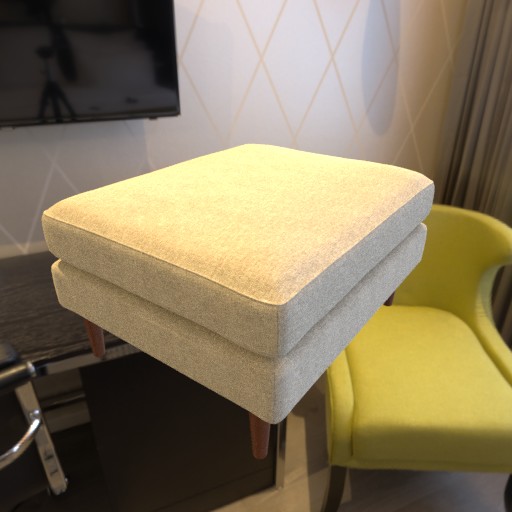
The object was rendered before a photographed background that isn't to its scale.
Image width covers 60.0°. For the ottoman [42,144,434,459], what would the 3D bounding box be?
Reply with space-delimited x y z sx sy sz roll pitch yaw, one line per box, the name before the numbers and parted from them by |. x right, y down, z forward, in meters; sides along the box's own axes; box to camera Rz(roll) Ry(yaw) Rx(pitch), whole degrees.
ottoman | 0.000 0.000 1.228 0.693 0.474 0.821 18 32 32
